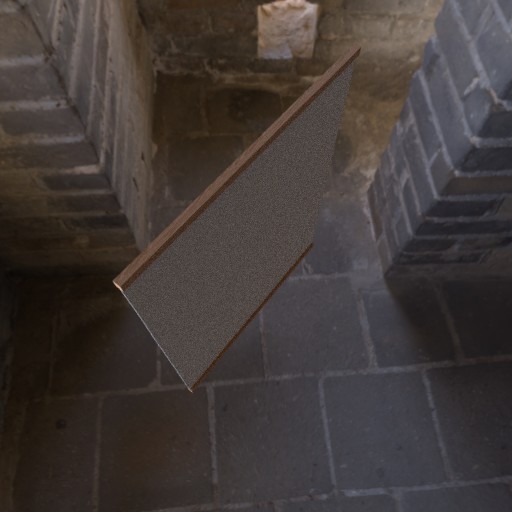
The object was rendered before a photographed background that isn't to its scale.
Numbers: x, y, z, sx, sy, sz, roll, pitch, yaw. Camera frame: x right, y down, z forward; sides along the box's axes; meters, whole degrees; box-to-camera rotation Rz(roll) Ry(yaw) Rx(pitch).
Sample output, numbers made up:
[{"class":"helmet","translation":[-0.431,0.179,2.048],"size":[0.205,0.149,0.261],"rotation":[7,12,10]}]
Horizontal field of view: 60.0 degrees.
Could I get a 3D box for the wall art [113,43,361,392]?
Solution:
[{"class":"wall art","translation":[0.000,0.000,0.693],"size":[0.010,0.507,0.404],"rotation":[35,68,16]}]
